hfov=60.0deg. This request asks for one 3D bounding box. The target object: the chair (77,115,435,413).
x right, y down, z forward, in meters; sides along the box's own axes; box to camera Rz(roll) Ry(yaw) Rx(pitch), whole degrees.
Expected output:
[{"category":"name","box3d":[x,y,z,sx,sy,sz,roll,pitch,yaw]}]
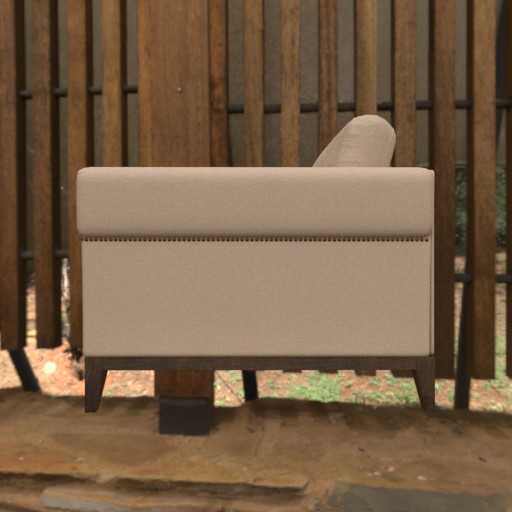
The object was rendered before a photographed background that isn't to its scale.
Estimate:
[{"category":"chair","box3d":[0.000,0.000,1.621,0.959,0.838,0.914,0,0,0]}]
